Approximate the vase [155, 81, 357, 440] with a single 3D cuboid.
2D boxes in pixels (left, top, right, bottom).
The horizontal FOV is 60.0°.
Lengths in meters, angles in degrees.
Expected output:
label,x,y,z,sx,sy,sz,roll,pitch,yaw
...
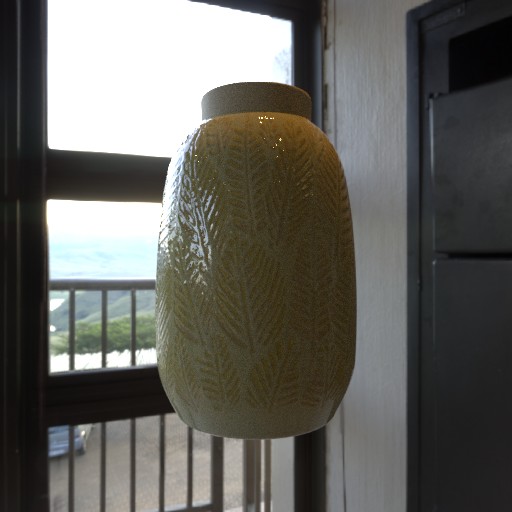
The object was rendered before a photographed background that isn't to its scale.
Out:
label,x,y,z,sx,sy,sz,roll,pitch,yaw
vase,0.000,0.000,0.388,0.172,0.270,0.172,0,0,0
